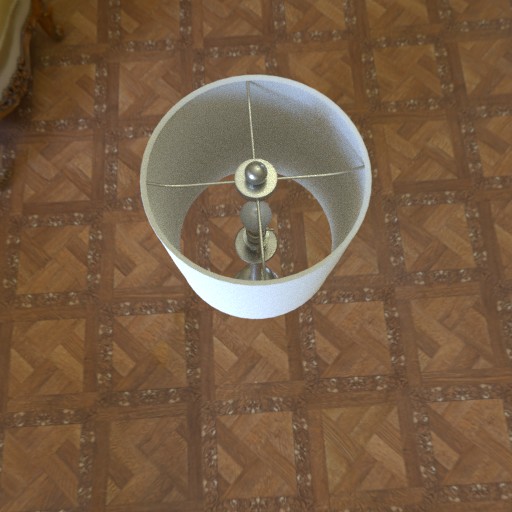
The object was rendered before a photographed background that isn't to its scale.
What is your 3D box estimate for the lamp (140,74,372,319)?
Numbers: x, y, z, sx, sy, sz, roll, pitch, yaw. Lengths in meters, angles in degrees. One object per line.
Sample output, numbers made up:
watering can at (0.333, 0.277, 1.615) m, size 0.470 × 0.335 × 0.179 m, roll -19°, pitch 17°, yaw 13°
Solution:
lamp at (0.000, 0.000, 0.805) m, size 0.254 × 0.690 × 0.254 m, roll -5°, pitch 74°, yaw -1°
